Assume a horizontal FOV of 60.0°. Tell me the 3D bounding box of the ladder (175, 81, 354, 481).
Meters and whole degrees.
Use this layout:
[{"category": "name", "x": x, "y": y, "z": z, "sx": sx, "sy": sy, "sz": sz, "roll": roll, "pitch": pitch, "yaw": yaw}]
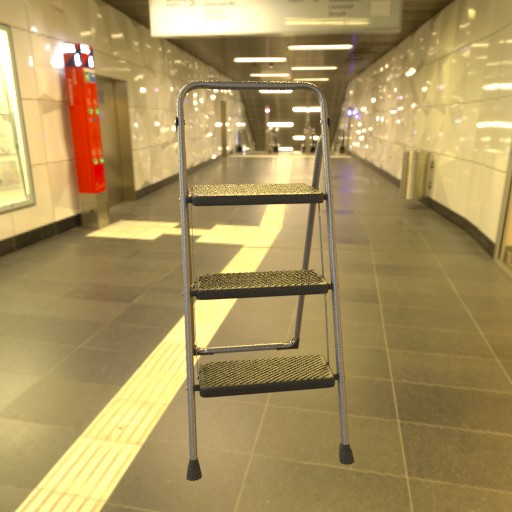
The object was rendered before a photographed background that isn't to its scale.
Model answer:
[{"category": "ladder", "x": 0.000, "y": 0.000, "z": 1.269, "sx": 0.430, "sy": 0.945, "sz": 0.629, "roll": -2, "pitch": 17, "yaw": -8}]
